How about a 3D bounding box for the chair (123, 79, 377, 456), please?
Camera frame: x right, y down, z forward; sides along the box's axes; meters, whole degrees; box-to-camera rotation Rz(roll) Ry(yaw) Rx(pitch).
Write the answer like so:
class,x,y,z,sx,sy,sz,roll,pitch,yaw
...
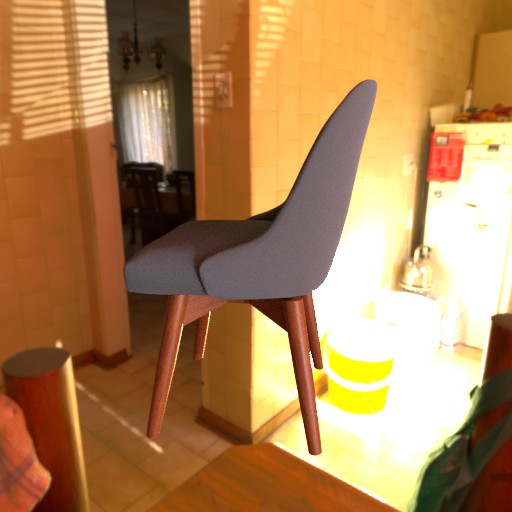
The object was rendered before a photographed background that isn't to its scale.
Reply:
class,x,y,z,sx,sy,sz,roll,pitch,yaw
chair,0.000,0.000,1.223,0.589,0.882,0.503,2,15,9
